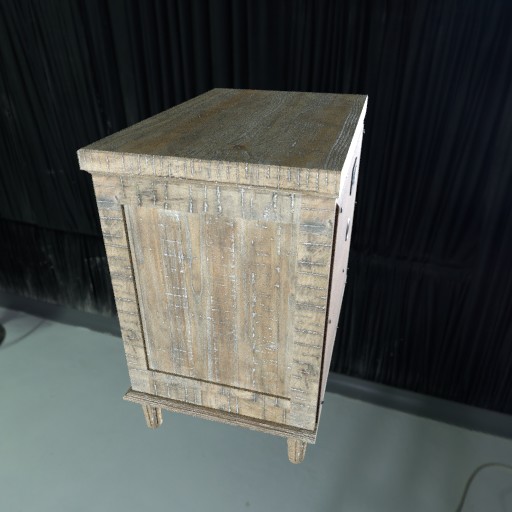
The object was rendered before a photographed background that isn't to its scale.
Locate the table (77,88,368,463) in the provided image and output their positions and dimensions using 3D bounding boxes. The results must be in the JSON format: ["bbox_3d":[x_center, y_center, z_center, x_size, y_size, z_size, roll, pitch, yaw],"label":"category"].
[{"bbox_3d":[0.000,0.000,1.156,0.457,0.711,0.686,8,30,14],"label":"table"}]
